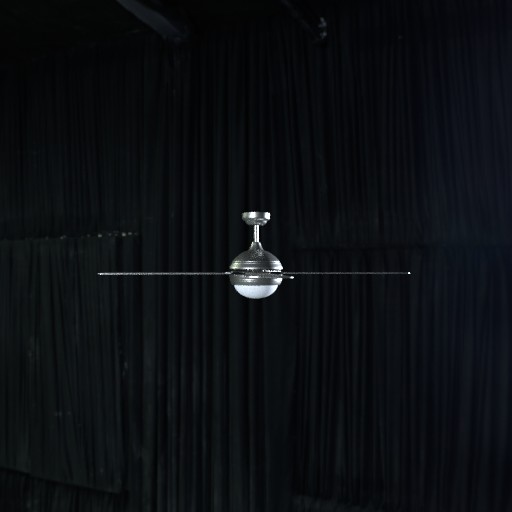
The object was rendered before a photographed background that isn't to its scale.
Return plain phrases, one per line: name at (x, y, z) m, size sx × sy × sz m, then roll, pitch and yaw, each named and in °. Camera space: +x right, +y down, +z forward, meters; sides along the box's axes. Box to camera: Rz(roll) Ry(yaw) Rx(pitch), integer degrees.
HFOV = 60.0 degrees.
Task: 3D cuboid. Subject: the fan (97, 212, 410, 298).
fan at (0.000, 0.000, 1.998) m, size 1.321 × 0.381 × 1.321 m, roll 0°, pitch -1°, yaw 17°
